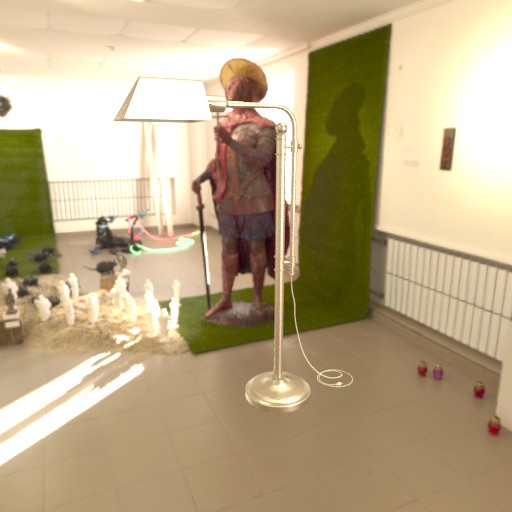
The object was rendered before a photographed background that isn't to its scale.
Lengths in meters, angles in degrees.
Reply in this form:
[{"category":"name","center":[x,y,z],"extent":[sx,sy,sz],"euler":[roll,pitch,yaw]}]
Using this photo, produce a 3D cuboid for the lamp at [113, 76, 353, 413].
[{"category":"lamp","center":[0.000,0.000,0.970],"extent":[0.546,0.708,0.159],"euler":[-6,16,-24]}]
